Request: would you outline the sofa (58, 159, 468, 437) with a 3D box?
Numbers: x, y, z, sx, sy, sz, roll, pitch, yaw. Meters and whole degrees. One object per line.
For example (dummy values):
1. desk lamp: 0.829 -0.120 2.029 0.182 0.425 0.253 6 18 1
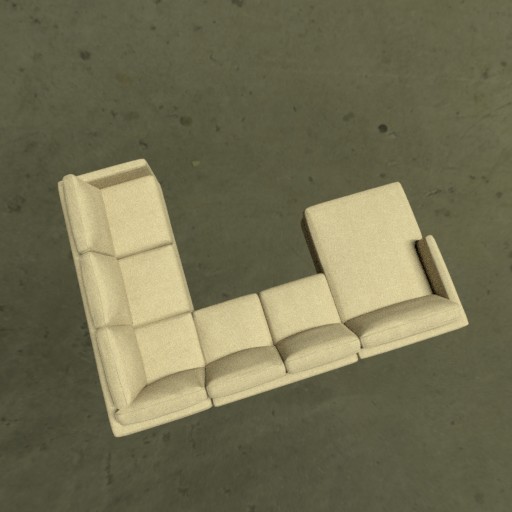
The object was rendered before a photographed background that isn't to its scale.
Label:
1. sofa: 0.000 0.000 4.563 3.460 0.959 2.593 -17 78 -4
